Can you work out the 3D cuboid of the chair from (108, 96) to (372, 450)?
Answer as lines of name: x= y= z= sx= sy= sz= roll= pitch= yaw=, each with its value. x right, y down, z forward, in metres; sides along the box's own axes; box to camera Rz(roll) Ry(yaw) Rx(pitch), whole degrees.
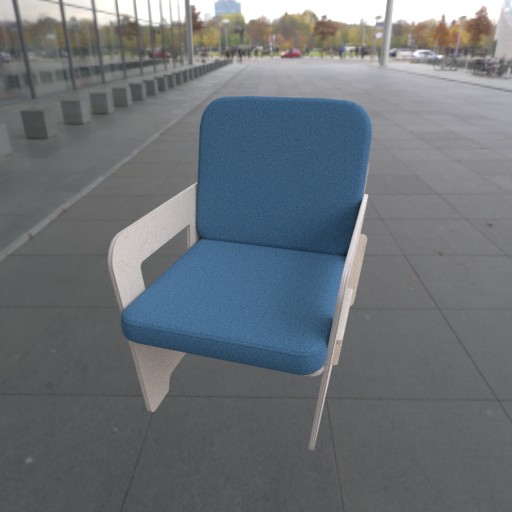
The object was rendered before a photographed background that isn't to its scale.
chair: x=0.000 y=0.000 z=1.176 sx=0.547 sy=0.747 sz=0.657 roll=7 pitch=26 yaw=15
